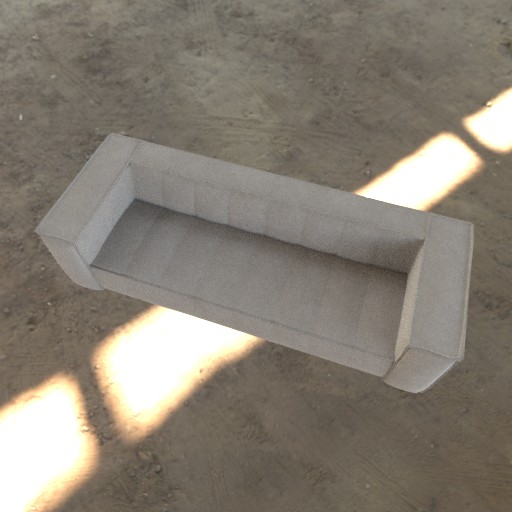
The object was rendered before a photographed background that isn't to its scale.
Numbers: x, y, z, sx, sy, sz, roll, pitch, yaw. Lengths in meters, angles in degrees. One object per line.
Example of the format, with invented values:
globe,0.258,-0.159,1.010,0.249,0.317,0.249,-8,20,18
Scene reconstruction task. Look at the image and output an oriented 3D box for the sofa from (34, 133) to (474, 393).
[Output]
sofa,0.000,0.000,3.107,2.697,0.680,1.038,16,59,10
